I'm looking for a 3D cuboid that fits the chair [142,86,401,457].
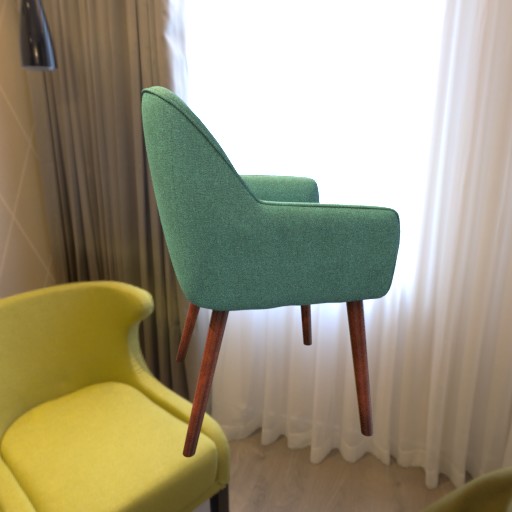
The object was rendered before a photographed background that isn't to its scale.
[{"bbox_3d":[0.000,0.000,1.153,0.519,0.803,0.543,-4,17,-11],"label":"chair"}]
